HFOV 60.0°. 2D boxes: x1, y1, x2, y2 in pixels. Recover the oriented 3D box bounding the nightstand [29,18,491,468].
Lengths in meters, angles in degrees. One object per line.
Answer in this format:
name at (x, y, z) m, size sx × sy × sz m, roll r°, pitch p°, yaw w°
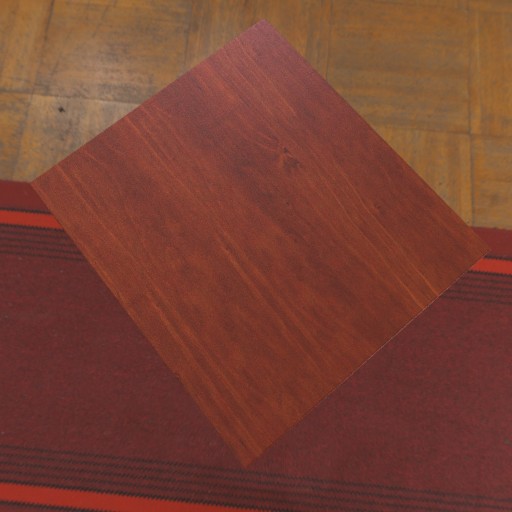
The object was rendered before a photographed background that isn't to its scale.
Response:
nightstand at (0.000, 0.000, 0.979) m, size 0.501 × 0.558 × 0.558 m, roll -39°, pitch 80°, yaw -8°
